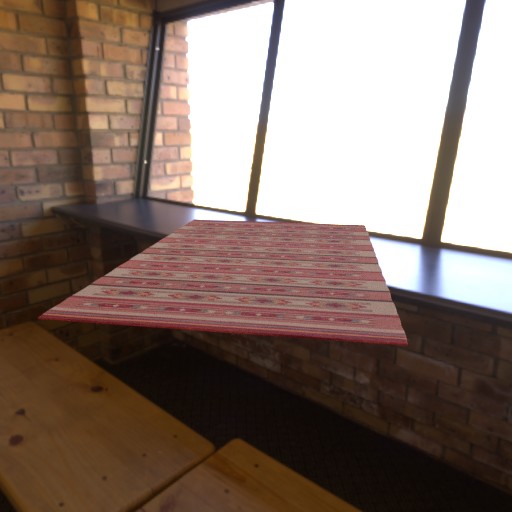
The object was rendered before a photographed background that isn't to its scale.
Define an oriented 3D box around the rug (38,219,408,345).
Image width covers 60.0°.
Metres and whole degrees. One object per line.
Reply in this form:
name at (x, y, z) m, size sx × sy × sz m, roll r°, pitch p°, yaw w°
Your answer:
rug at (0.000, 0.000, 2.280) m, size 1.223 × 0.008 × 1.817 m, roll 3°, pitch 16°, yaw 9°
